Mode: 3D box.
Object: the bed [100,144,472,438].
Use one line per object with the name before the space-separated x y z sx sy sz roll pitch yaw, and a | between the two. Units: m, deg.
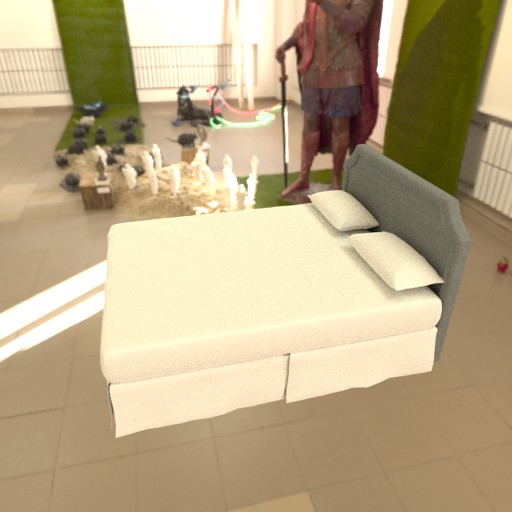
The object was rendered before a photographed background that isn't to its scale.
bed | 0.000 0.000 3.618 2.464 1.306 1.977 -7 31 -12
